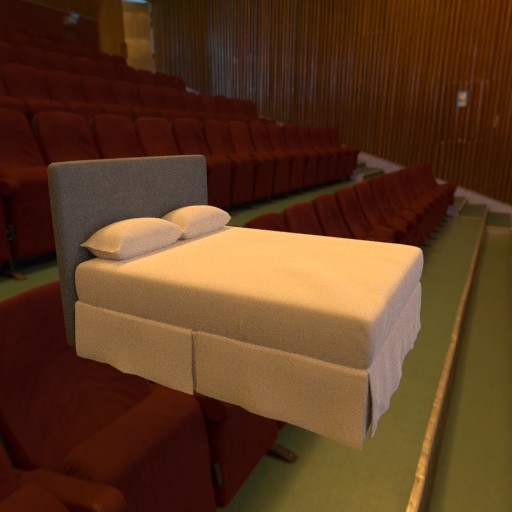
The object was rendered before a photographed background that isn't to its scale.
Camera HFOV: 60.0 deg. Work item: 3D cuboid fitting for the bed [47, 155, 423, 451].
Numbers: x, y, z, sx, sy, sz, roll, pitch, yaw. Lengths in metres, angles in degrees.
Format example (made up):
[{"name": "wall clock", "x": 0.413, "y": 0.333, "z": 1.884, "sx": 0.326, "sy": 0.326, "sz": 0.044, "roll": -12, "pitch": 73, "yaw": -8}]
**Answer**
[{"name": "bed", "x": 0.000, "y": 0.000, "z": 3.140, "sx": 2.142, "sy": 1.330, "sz": 1.713, "roll": 8, "pitch": 17, "yaw": 27}]
